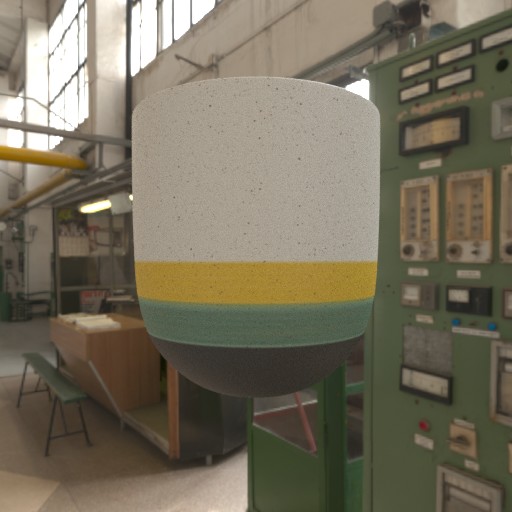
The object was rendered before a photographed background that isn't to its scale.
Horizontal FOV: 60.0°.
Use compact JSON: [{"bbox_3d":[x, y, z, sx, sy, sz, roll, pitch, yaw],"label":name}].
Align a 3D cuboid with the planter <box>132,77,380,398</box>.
[{"bbox_3d":[0.000,0.000,0.361,0.195,0.214,0.195,0,0,0],"label":"planter"}]
